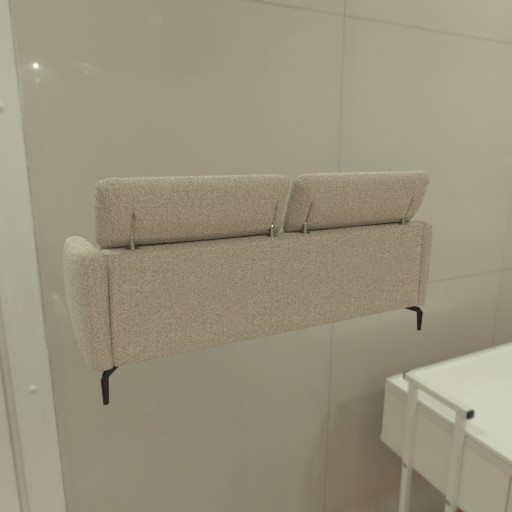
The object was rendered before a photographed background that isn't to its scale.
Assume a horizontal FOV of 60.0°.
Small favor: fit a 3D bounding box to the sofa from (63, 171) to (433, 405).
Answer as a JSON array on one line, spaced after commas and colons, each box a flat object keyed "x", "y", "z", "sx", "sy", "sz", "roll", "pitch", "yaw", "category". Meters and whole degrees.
[{"x": 0.000, "y": 0.000, "z": 2.538, "sx": 2.015, "sy": 0.956, "sz": 0.856, "roll": -6, "pitch": 14, "yaw": -26, "category": "sofa"}]
